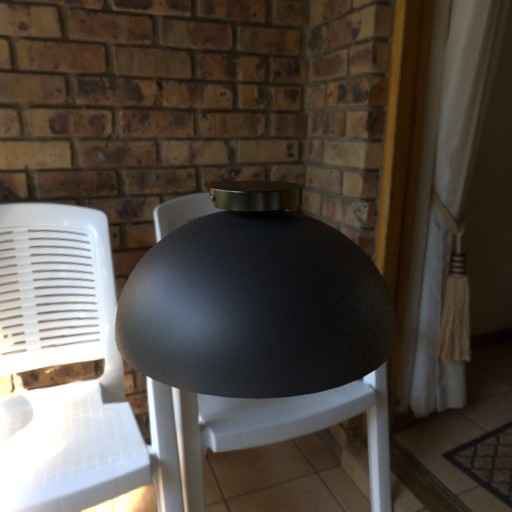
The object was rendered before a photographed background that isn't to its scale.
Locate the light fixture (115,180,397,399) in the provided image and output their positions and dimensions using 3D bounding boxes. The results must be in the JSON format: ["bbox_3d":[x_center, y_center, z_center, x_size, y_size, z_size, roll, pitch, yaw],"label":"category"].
[{"bbox_3d":[0.000,0.000,0.560,0.355,0.177,0.355,0,16,0],"label":"light fixture"}]
